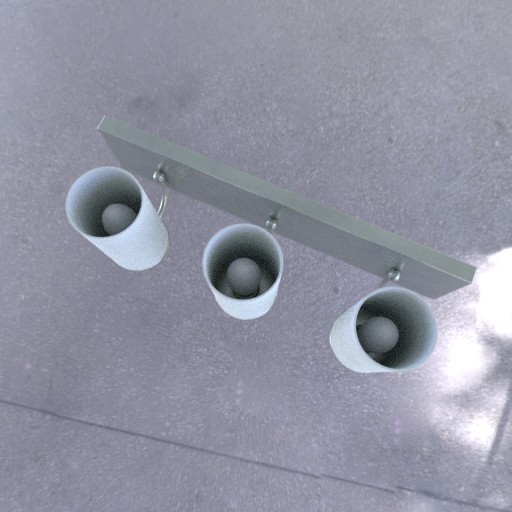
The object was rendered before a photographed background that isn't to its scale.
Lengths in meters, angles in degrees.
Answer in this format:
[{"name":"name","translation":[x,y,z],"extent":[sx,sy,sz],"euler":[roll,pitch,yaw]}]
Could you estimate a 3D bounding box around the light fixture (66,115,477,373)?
[{"name":"light fixture","translation":[0.000,0.000,0.524],"extent":[0.451,0.172,0.145],"euler":[23,76,6]}]
